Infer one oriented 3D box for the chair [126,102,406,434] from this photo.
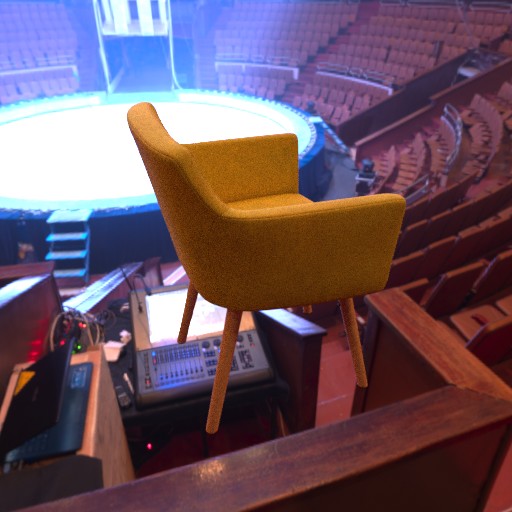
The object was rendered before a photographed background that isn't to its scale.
[{"bbox_3d":[0.000,0.000,1.196,0.570,0.780,0.570,-10,32,-17],"label":"chair"}]
